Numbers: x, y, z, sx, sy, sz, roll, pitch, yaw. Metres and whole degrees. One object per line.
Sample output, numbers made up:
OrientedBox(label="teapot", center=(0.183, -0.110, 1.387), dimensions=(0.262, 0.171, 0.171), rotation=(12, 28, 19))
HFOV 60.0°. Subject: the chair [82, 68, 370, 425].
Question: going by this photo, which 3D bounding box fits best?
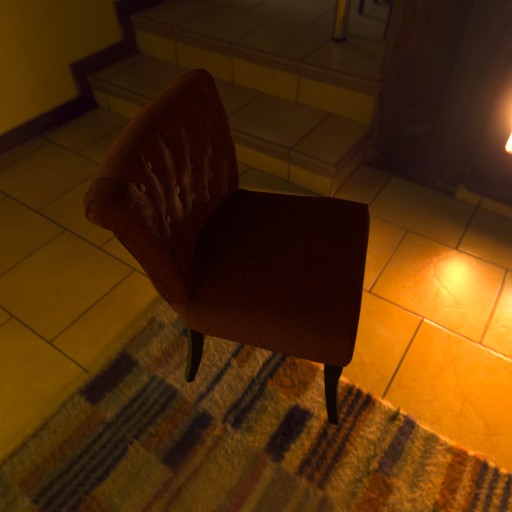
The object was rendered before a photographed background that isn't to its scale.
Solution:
OrientedBox(label="chair", center=(0.000, 0.000, 1.197), dimensions=(0.605, 0.750, 0.582), rotation=(10, 47, 10))
